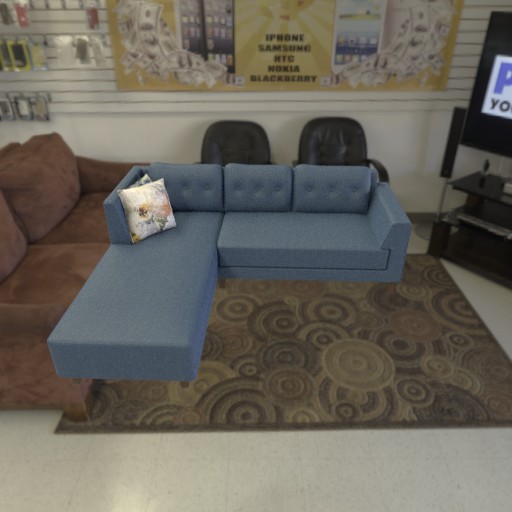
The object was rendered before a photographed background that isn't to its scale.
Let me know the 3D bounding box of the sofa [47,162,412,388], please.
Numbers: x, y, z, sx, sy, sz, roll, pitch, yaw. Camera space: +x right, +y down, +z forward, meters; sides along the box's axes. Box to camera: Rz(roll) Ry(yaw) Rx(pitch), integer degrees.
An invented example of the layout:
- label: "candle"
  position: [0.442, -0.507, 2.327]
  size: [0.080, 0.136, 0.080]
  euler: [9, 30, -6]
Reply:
- label: "sofa"
  position: [0.000, 0.000, 3.033]
  size: [2.120, 0.787, 1.829]
  euler: [1, 30, 2]
